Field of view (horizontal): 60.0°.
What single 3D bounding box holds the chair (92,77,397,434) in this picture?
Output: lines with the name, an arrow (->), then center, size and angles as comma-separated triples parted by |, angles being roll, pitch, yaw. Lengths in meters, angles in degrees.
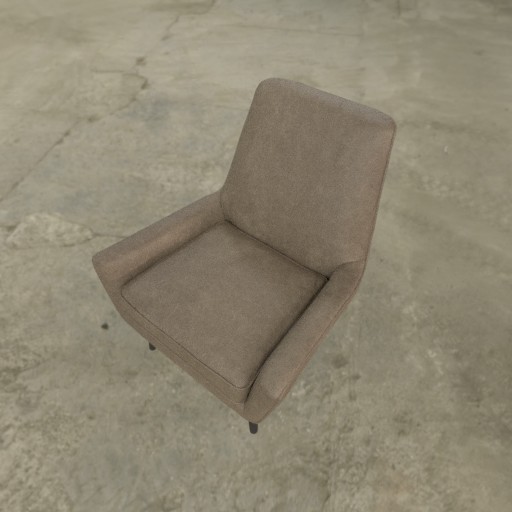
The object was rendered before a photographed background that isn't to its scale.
chair -> 0.000, 0.000, 1.526 | 0.787, 0.888, 0.824 | 31, 53, 26
